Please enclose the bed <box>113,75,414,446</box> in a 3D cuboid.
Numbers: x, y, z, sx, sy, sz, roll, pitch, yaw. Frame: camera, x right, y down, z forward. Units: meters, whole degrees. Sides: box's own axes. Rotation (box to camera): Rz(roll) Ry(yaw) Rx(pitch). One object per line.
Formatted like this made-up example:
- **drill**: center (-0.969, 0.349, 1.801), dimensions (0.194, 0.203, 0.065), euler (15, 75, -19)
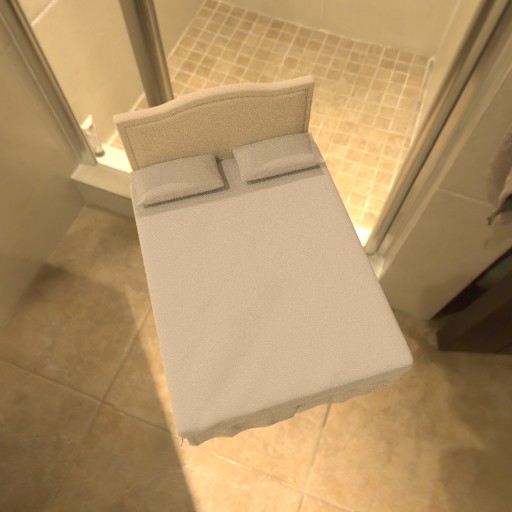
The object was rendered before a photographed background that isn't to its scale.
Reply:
- **bed**: center (0.000, 0.000, 3.690), dimensions (1.977, 1.437, 2.477), euler (-14, 64, -7)
